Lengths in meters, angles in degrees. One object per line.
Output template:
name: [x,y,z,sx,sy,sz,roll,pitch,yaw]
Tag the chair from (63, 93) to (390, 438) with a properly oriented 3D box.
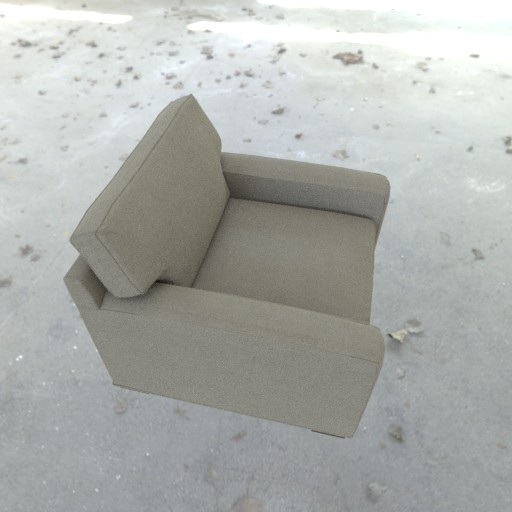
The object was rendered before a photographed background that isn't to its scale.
chair: [0.000,0.000,1.851,1.044,0.934,0.999,10,47,9]
